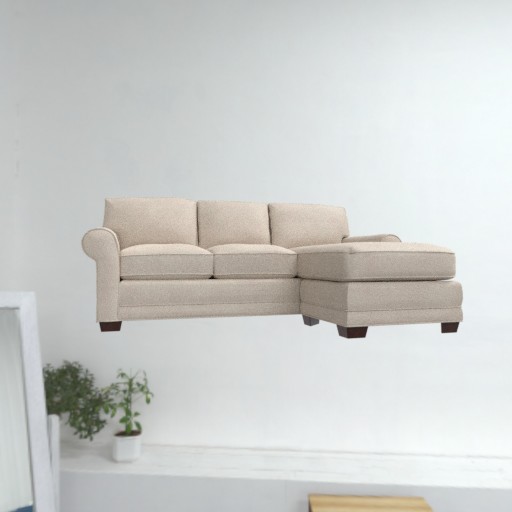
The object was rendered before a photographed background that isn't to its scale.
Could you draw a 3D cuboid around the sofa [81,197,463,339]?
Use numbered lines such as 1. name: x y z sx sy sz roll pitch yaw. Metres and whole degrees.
1. sofa: 0.000 0.000 2.412 1.770 0.734 1.226 0 -1 -17
